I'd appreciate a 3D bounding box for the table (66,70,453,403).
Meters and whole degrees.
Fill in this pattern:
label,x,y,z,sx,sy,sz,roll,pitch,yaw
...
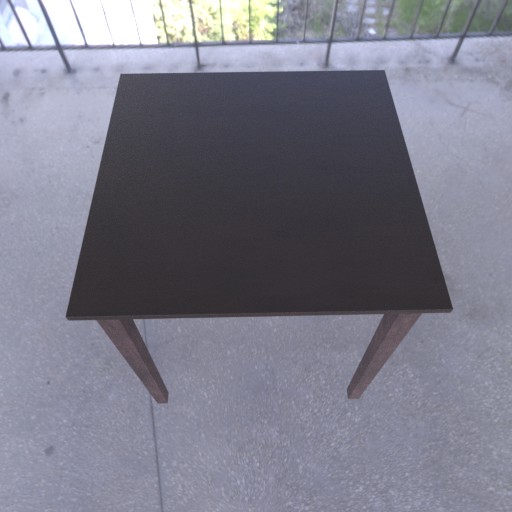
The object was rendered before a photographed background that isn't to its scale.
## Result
label,x,y,z,sx,sy,sz,roll,pitch,yaw
table,0.000,0.000,1.380,0.749,0.770,0.749,-1,58,-1
